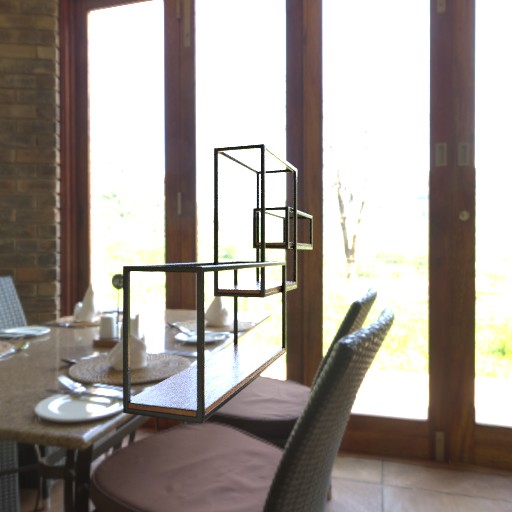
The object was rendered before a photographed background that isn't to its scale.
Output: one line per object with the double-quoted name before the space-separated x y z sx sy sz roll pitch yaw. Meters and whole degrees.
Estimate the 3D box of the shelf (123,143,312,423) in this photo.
"shelf" 0.000 0.000 2.178 0.275 0.972 1.781 0 0 19
